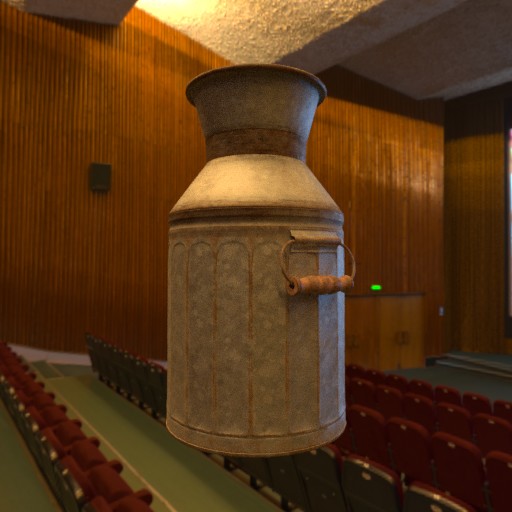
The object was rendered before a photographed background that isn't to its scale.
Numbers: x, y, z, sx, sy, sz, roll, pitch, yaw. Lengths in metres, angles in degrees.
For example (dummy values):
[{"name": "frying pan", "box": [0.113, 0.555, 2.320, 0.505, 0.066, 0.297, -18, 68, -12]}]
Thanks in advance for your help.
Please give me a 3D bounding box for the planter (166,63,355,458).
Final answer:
[{"name": "planter", "box": [0.000, 0.000, 0.538, 0.214, 0.396, 0.245, 1, -1, -37]}]
